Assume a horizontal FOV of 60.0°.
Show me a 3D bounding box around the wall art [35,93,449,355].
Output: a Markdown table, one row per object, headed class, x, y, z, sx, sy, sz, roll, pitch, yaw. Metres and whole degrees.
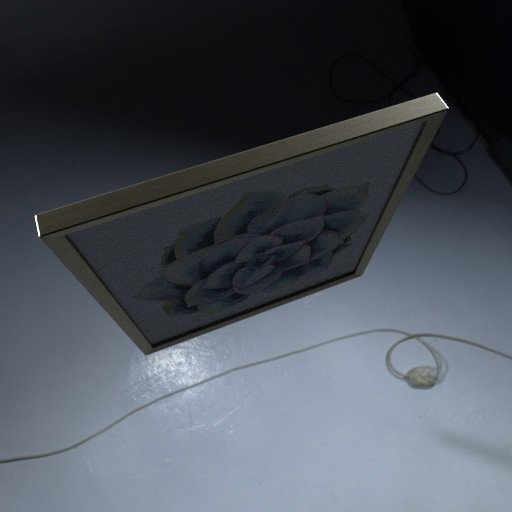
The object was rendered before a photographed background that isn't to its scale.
| class | x | y | z | sx | sy | sz | roll | pitch | yaw |
| --- | --- | --- | --- | --- | --- | --- | --- | --- | --- |
| wall art | 0.000 | 0.000 | 0.741 | 0.503 | 0.506 | 0.030 | -19 | 65 | -9 |
